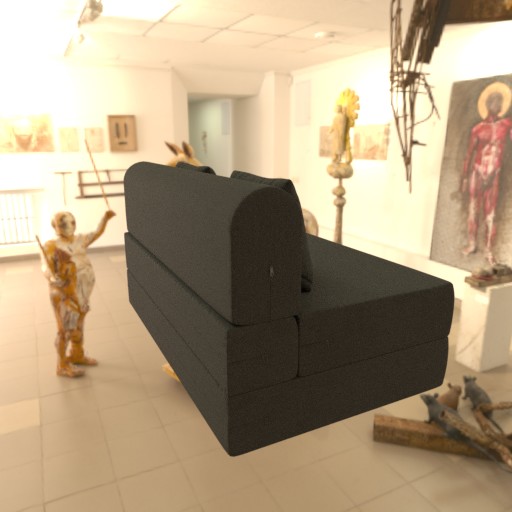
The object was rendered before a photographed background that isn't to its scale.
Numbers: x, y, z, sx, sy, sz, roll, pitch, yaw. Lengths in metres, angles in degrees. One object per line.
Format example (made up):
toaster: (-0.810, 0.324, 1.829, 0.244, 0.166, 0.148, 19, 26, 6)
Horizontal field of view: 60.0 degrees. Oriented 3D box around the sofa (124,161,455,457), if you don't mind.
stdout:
sofa: (0.000, 0.000, 1.700, 0.762, 0.670, 1.225, -7, 17, -26)
